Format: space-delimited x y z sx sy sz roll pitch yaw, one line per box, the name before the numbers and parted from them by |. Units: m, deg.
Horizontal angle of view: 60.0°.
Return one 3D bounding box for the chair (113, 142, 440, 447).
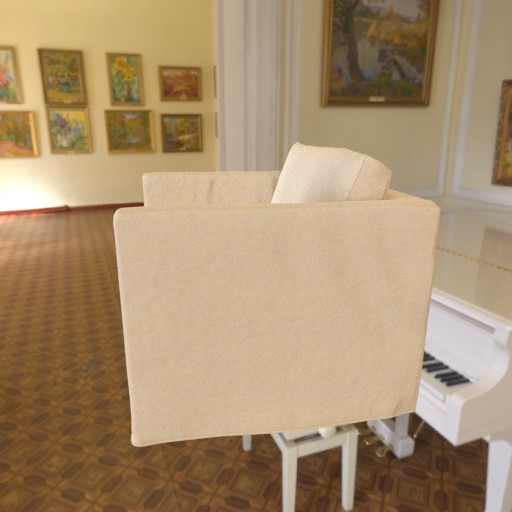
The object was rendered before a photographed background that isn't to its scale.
chair | 0.000 0.000 1.760 0.947 0.851 1.057 -3 17 -9
